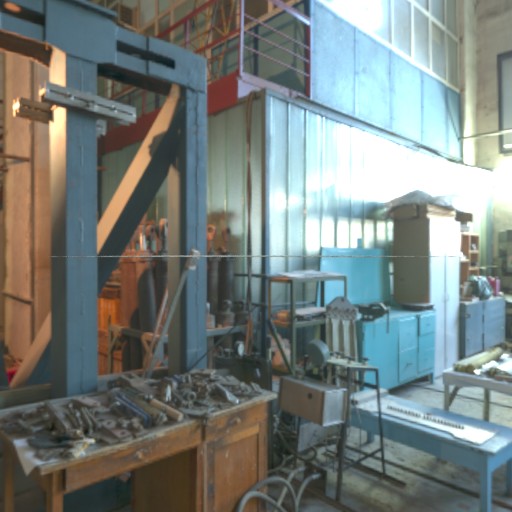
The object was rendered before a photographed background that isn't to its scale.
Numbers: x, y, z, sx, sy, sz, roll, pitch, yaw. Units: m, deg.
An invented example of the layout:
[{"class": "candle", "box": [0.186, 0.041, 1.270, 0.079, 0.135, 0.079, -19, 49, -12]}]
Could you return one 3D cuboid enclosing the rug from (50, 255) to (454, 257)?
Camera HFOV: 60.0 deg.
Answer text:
[{"class": "rug", "box": [0.000, 0.000, 4.203, 2.439, 0.005, 3.201, 0, 0, 1]}]
